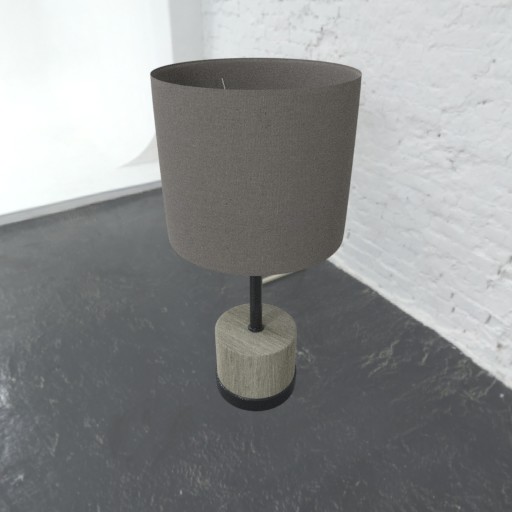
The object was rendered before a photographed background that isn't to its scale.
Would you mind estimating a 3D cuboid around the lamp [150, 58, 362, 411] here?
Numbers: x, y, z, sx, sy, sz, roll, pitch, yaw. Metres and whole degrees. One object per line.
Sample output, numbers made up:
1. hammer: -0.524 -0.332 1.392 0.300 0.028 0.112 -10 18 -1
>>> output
1. lamp: 0.000 0.000 0.603 0.229 0.470 0.229 21 36 31
